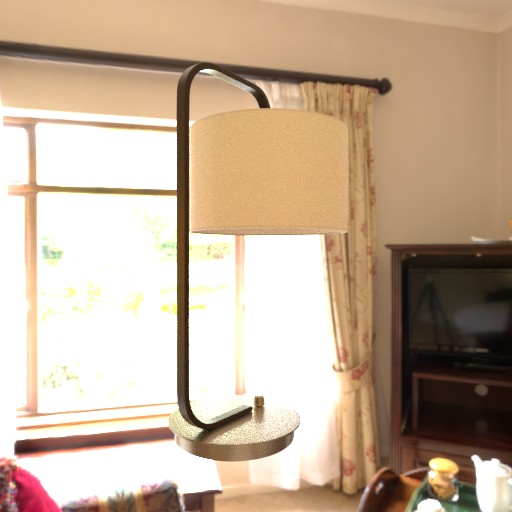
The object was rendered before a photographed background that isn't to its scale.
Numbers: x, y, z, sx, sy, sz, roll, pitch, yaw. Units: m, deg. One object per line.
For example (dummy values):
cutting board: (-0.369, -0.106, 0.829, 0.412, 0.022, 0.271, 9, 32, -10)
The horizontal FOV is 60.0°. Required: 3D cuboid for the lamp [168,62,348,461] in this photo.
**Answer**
lamp: (0.000, 0.000, 0.625, 0.230, 0.473, 0.288, 0, 0, 37)
